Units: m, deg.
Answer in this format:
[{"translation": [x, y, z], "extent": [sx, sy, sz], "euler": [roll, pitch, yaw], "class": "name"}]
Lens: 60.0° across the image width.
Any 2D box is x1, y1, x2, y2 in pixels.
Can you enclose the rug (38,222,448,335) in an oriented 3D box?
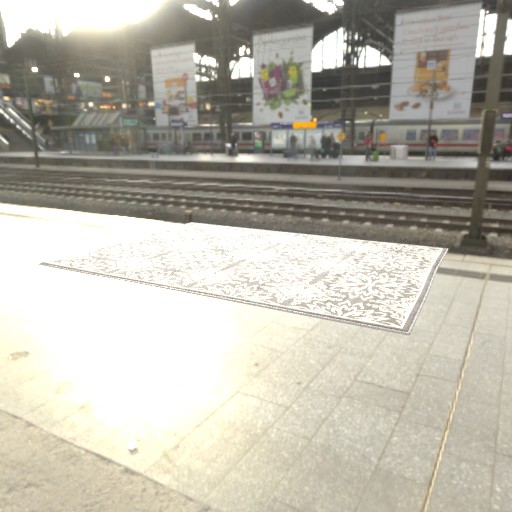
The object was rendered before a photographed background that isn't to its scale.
[{"translation": [0.000, 0.000, 2.929], "extent": [2.213, 0.014, 1.608], "euler": [8, 16, 27], "class": "rug"}]
